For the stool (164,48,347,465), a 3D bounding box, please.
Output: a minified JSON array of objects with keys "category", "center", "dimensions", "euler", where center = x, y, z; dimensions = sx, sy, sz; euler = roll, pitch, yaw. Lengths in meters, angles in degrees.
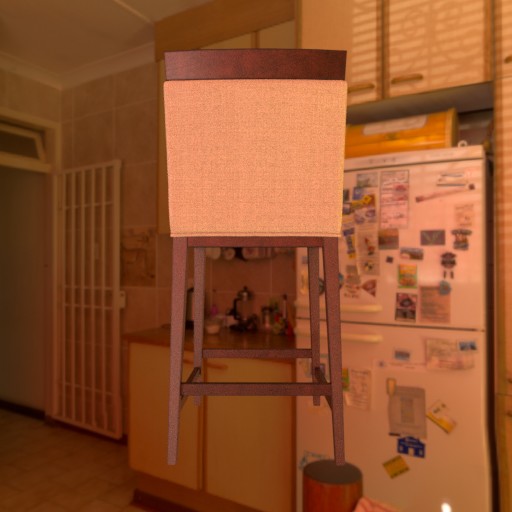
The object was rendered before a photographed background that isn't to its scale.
[{"category":"stool","center":[0.000,0.000,1.294],"dimensions":[0.463,1.011,0.480],"euler":[0,0,0]}]
